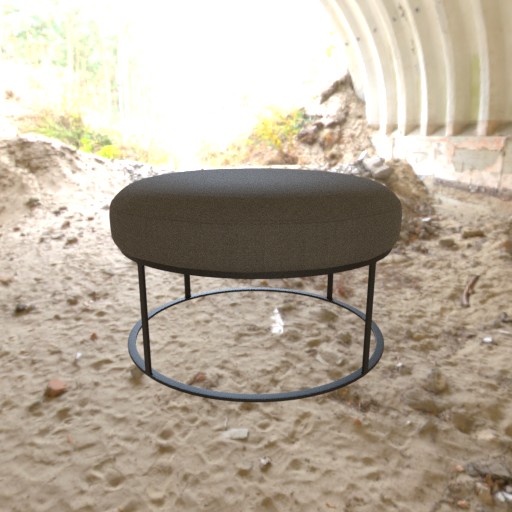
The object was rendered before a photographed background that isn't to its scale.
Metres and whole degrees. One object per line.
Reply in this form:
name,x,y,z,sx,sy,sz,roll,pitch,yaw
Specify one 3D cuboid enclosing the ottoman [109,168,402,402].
ottoman,0.000,0.000,1.253,0.772,0.460,0.772,0,15,0
